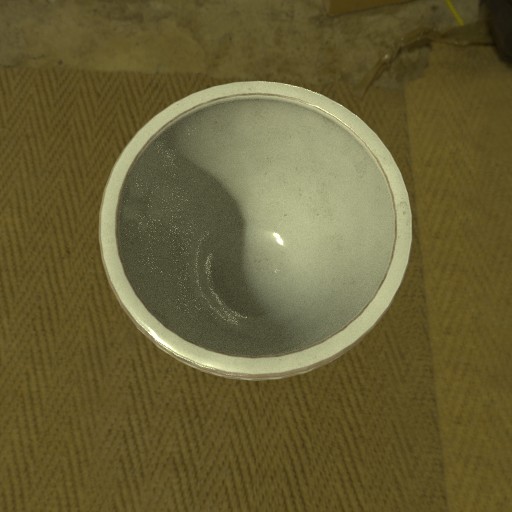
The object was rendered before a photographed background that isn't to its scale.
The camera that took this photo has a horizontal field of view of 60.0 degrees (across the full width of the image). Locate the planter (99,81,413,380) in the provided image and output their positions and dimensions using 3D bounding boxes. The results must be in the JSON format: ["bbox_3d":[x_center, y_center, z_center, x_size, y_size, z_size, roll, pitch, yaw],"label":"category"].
[{"bbox_3d":[0.000,0.000,0.364,0.197,0.191,0.197,0,74,0],"label":"planter"}]
